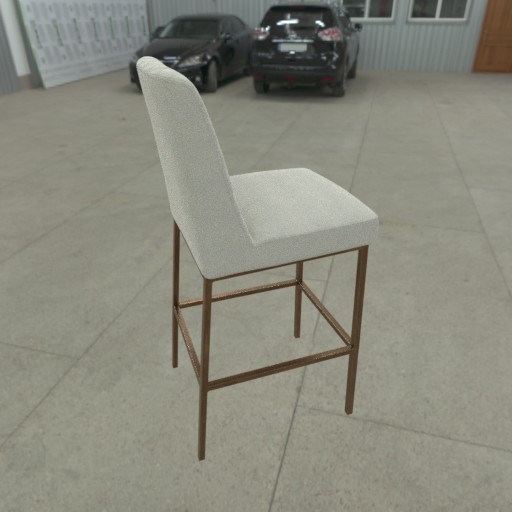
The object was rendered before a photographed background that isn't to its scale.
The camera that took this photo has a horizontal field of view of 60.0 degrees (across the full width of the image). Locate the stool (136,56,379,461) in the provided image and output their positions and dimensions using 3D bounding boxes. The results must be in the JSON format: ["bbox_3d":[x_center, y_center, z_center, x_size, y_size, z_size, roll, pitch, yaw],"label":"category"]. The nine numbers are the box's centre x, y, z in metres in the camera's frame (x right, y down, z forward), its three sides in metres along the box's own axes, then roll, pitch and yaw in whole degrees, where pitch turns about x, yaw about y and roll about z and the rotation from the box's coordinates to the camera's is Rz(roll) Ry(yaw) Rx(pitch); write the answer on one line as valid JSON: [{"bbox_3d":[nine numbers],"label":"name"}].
[{"bbox_3d":[0.000,0.000,1.322,0.546,1.084,0.462,-10,31,-17],"label":"stool"}]
